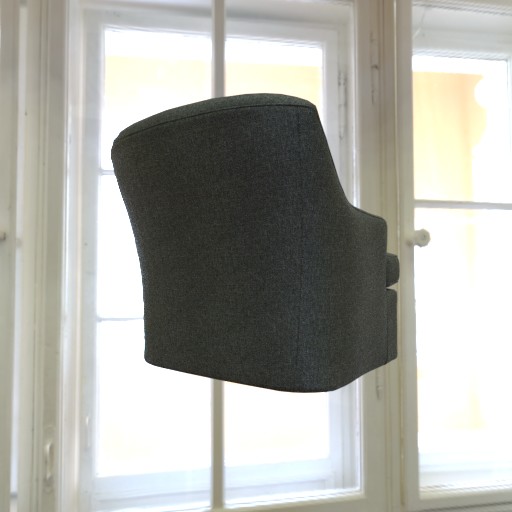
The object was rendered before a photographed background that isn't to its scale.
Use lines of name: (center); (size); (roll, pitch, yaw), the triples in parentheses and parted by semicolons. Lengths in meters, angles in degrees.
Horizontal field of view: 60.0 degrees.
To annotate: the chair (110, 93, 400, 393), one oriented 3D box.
chair: (0.000, 0.000, 1.642); (0.864, 0.856, 0.923); (-1, -2, 37)
